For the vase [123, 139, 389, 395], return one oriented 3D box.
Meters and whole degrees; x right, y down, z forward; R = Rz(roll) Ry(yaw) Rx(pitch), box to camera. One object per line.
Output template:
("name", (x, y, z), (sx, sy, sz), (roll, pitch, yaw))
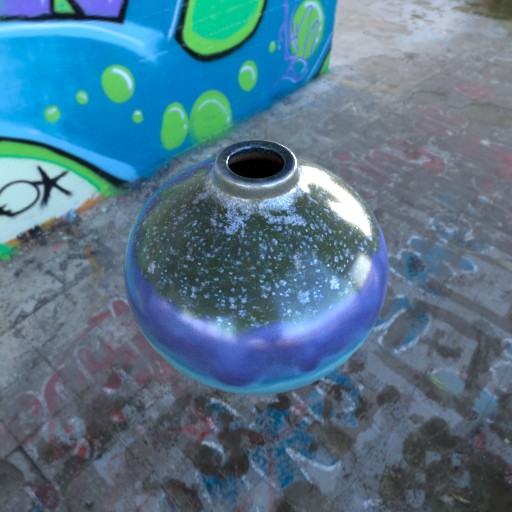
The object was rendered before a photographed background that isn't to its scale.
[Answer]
("vase", (0.000, 0.000, 0.262), (0.154, 0.133, 0.154), (0, 46, 0))
